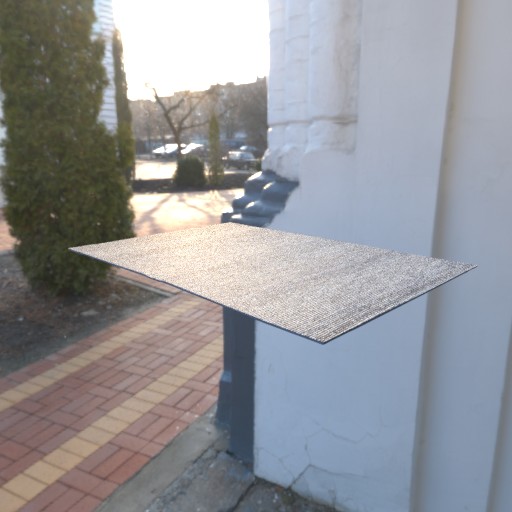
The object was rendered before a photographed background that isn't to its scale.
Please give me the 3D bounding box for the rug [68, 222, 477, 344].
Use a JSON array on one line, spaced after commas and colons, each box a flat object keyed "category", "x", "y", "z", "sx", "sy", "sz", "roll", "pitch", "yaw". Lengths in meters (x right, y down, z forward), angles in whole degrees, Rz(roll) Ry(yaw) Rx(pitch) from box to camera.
[{"category": "rug", "x": 0.000, "y": 0.000, "z": 3.043, "sx": 1.624, "sy": 0.030, "sz": 2.349, "roll": -13, "pitch": 19, "yaw": -43}]
